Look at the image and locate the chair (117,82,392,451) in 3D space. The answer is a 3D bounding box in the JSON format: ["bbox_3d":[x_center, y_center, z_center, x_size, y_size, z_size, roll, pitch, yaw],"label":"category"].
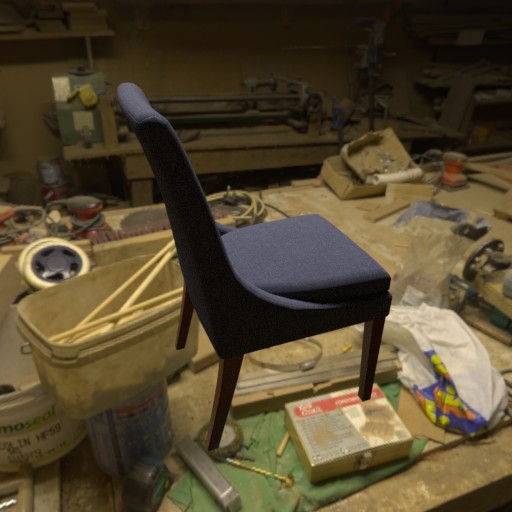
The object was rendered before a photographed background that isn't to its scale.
[{"bbox_3d":[0.000,0.000,1.326,0.655,0.952,0.508,-10,31,-17],"label":"chair"}]
